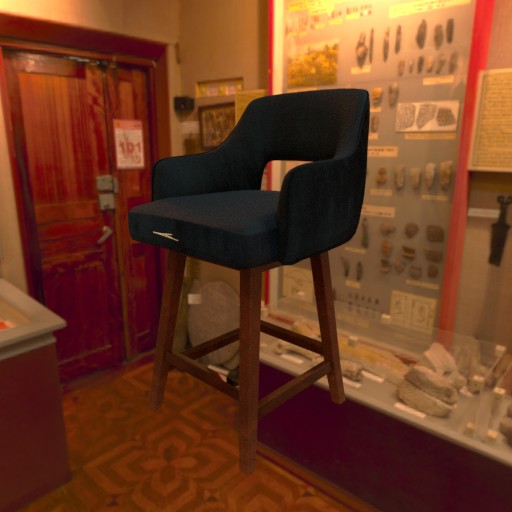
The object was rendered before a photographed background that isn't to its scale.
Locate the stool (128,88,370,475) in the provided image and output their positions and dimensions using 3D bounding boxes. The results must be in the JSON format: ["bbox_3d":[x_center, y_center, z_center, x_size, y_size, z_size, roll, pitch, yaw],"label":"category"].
[{"bbox_3d":[0.000,0.000,1.280,0.550,0.940,0.560,13,20,41],"label":"stool"}]
